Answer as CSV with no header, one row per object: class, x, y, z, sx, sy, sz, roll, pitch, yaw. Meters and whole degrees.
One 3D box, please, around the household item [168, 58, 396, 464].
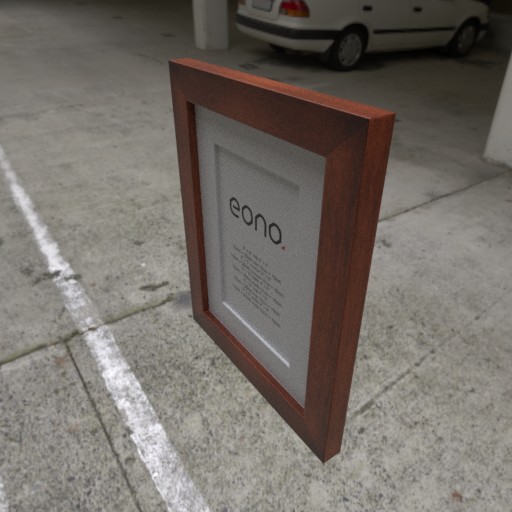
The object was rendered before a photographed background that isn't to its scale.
household item,0.000,0.000,0.333,0.020,0.250,0.200,-20,37,-29
